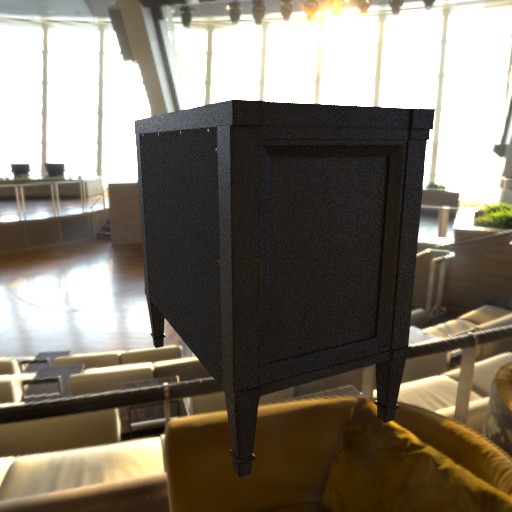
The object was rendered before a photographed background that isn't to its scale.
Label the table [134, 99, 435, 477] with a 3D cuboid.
[{"bbox_3d":[0.000,0.000,1.093,0.413,0.660,0.660,-7,16,-26],"label":"table"}]
